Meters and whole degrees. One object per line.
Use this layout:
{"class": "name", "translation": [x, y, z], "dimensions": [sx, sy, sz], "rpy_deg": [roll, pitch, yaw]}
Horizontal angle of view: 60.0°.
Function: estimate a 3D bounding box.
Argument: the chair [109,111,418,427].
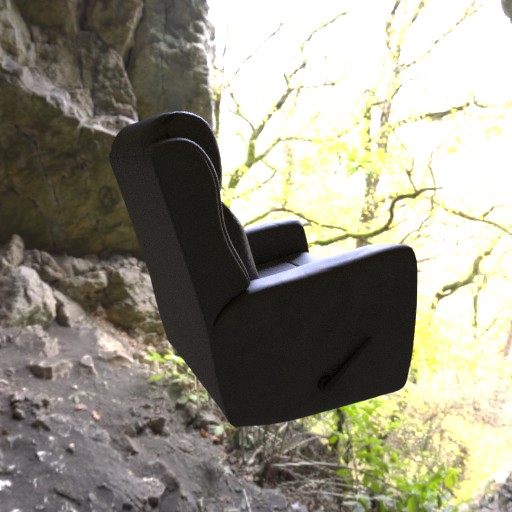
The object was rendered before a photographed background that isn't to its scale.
{"class": "chair", "translation": [0.000, 0.000, 1.926], "dimensions": [1.068, 1.116, 0.967], "rpy_deg": [-6, 13, -25]}
